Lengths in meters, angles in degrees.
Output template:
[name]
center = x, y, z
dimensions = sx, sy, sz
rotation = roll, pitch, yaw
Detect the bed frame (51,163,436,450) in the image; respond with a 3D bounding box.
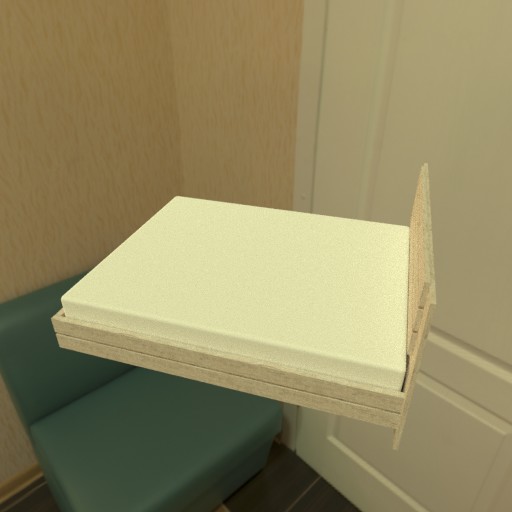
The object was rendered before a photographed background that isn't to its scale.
[bed frame]
center = 0.000, 0.000, 3.024
dimensions = 2.080, 0.970, 1.750
rotation = 9, 33, 15
